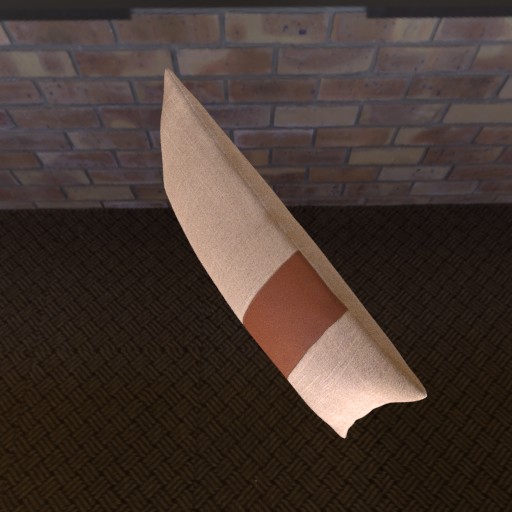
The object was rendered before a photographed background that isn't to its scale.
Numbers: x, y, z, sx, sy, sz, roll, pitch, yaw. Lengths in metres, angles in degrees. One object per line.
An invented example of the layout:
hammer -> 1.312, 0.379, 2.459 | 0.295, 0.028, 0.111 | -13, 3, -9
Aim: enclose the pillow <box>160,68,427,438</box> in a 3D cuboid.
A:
pillow -> 0.000, 0.000, 0.721 | 0.155, 0.282, 0.612 | -30, 67, -14
